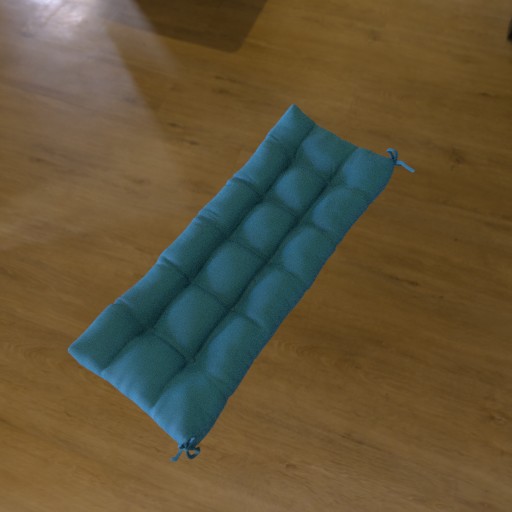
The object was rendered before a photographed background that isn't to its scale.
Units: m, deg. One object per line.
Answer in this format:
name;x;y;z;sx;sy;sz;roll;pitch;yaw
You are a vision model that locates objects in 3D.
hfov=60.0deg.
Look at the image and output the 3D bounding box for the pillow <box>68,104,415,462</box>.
pillow;0.000;0.000;1.377;0.511;0.174;1.194;33;68;15
